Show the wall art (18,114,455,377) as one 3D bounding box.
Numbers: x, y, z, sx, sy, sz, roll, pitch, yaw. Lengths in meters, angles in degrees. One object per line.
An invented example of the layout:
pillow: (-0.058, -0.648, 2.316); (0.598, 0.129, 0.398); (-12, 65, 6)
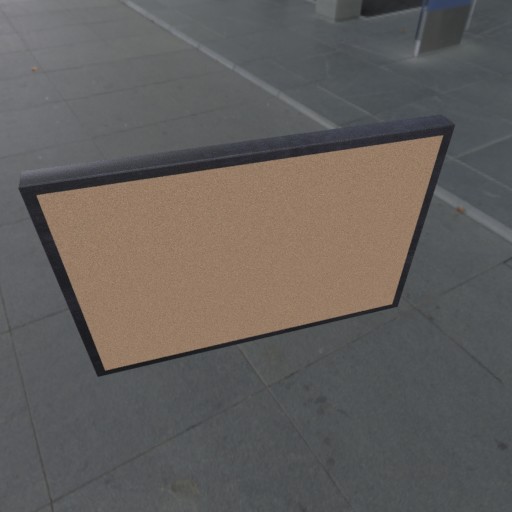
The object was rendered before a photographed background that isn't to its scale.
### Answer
wall art: (0.000, 0.000, 0.746); (0.610, 0.409, 0.038); (-11, 43, -12)
